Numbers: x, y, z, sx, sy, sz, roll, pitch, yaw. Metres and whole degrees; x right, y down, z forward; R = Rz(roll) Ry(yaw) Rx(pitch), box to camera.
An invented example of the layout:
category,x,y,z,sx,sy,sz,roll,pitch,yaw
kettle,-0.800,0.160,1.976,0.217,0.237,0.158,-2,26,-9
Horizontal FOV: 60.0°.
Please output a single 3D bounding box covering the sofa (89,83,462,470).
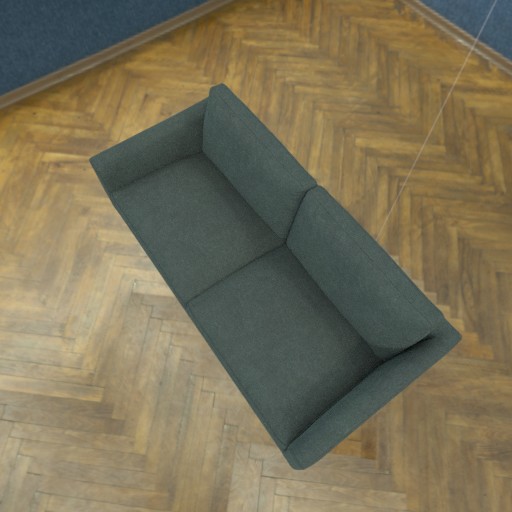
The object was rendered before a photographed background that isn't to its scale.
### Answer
category,x,y,z,sx,sy,sz,roll,pitch,yaw
sofa,0.000,0.000,2.784,1.092,0.838,2.257,-33,68,-15
